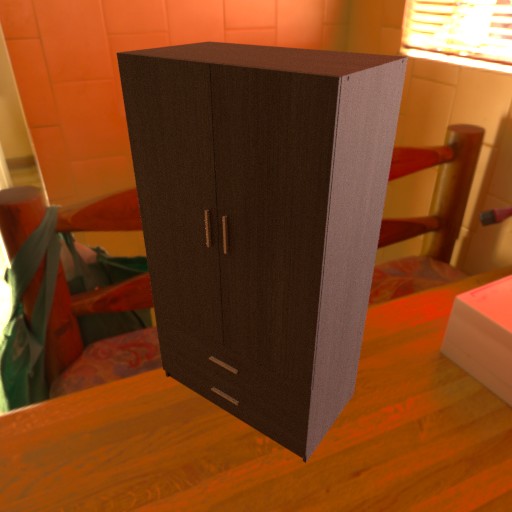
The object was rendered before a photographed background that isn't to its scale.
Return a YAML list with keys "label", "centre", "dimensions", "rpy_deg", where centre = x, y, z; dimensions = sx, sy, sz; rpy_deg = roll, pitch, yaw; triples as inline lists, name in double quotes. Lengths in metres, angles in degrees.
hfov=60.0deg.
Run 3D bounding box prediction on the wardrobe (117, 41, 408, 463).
- label: "wardrobe"
  centre: [0.000, 0.000, 2.174]
  dimensions: [0.991, 1.808, 0.577]
  rpy_deg: [20, 36, 30]
